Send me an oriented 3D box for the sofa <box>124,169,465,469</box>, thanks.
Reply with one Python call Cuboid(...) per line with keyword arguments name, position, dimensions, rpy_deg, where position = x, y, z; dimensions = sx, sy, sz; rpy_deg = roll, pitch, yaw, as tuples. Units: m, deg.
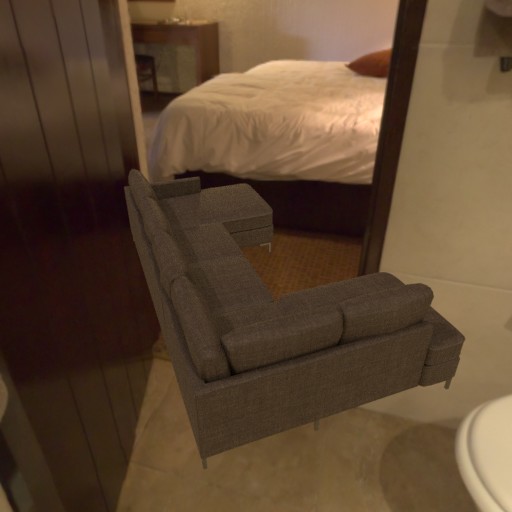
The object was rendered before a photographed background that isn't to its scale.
Cuboid(name="sofa", position=(0.000, 0.000, 4.324), dimensions=(2.048, 0.999, 3.423), rpy_deg=(-11, 33, -18))
